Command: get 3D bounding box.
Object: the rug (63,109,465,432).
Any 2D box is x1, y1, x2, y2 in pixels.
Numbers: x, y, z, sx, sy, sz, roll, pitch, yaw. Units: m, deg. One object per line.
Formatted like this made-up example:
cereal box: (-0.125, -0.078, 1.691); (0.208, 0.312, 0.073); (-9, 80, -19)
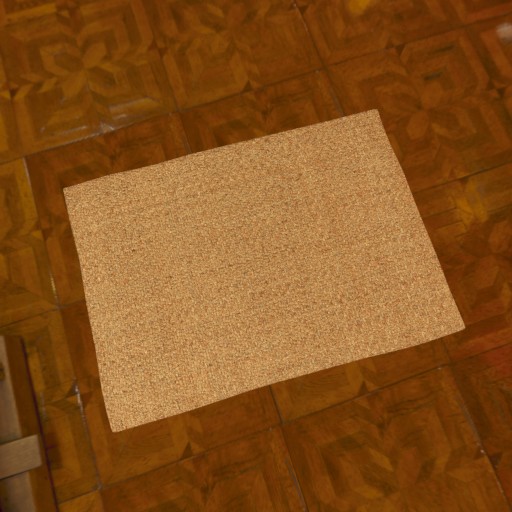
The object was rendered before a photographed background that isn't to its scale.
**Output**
rug: (0.000, 0.000, 2.732); (2.141, 0.013, 1.566); (-16, 77, -4)
